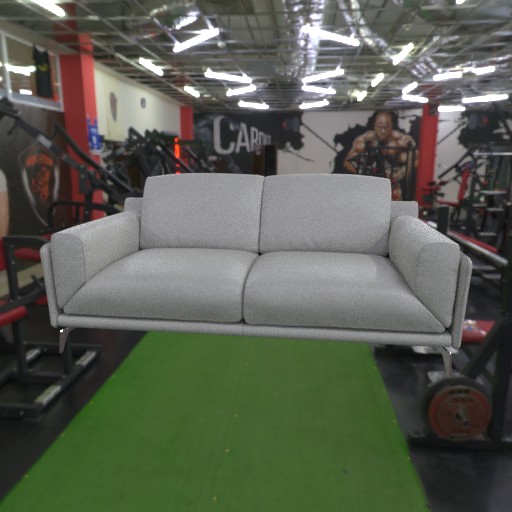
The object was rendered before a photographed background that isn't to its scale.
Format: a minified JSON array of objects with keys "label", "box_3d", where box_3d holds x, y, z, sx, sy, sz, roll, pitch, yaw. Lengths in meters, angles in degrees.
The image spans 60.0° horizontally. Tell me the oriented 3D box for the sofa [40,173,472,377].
[{"label":"sofa","box_3d":[0.000,0.000,2.622,2.101,0.930,1.049,2,13,8]}]
